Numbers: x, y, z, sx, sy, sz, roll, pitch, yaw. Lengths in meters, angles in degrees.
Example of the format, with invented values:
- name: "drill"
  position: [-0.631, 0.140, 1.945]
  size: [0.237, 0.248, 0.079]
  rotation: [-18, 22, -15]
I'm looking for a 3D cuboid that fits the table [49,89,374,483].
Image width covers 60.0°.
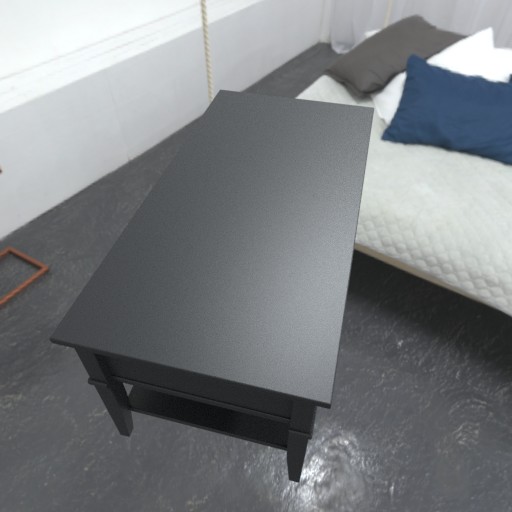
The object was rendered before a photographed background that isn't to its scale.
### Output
- name: "table"
  position: [0.000, 0.000, 1.294]
  size: [0.523, 0.470, 1.044]
  rotation: [10, 47, 10]
